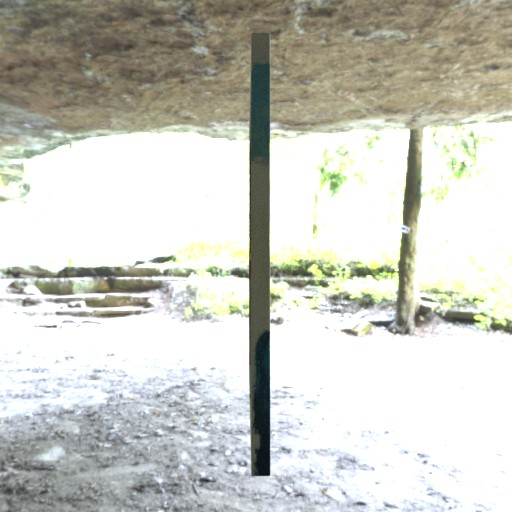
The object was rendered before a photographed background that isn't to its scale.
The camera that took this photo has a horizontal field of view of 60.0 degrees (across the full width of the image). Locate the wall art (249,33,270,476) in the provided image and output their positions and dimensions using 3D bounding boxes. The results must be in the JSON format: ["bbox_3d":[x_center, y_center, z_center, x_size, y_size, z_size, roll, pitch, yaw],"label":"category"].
[{"bbox_3d":[0.000,0.000,1.522,0.044,1.017,1.017,0,-1,-1],"label":"wall art"}]
